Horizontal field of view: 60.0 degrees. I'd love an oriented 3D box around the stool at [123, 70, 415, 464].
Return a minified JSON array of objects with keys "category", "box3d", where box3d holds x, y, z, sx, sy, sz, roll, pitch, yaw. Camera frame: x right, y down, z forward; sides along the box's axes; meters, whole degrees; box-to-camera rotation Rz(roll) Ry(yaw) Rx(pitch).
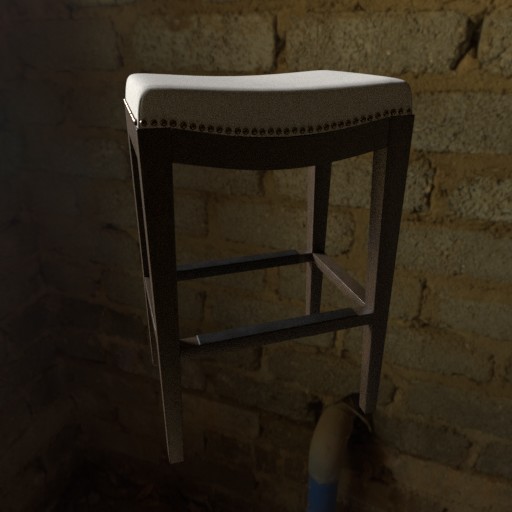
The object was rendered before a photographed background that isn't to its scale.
[{"category":"stool","box3d":[0.000,0.000,1.002,0.498,0.759,0.358,-8,27,-16]}]
